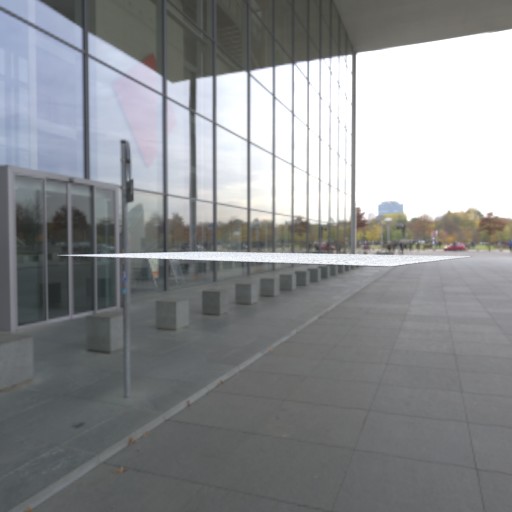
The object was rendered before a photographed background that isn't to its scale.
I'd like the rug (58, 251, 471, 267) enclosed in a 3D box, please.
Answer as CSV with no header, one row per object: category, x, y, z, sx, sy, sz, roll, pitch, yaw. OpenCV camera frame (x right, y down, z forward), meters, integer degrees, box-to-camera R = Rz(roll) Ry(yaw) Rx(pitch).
rug,0.000,0.000,3.064,2.439,0.005,1.524,1,2,37
